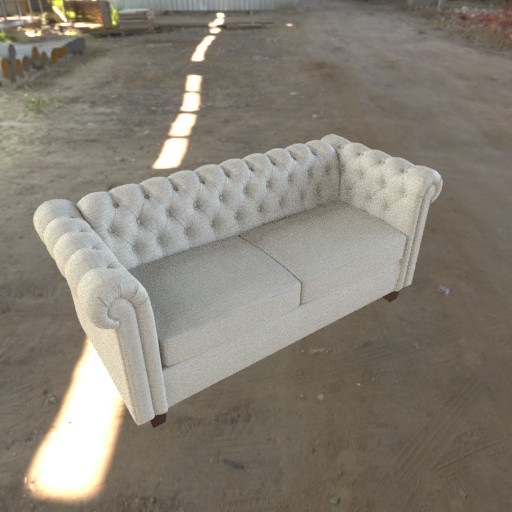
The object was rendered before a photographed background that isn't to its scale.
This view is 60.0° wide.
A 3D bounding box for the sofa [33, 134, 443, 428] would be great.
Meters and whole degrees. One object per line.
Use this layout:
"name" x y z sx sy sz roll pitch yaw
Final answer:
"sofa" 0.000 0.000 2.231 1.798 0.797 0.783 -21 38 -29
